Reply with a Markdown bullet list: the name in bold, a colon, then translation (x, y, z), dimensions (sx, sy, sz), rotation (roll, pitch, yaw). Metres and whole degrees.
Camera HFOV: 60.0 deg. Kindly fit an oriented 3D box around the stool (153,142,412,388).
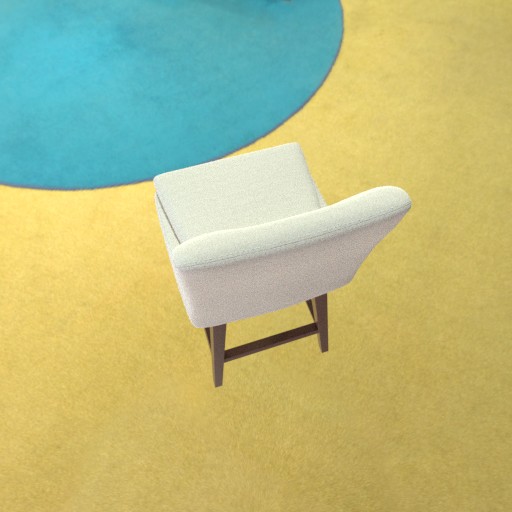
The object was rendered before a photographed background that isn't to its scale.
- **stool**: translation (0.000, 0.000, 1.295), dimensions (0.483, 0.991, 0.559), rotation (-16, 60, -9)
